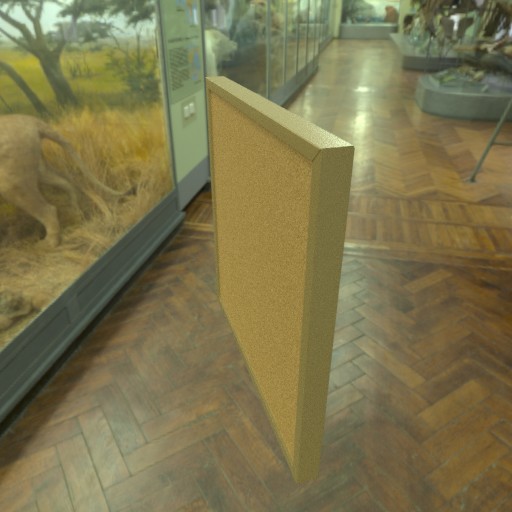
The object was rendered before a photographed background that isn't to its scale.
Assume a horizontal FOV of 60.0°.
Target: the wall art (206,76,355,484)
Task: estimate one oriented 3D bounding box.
[{"bbox_3d":[0.000,0.000,0.756,0.036,0.509,0.509,-9,31,-16],"label":"wall art"}]
